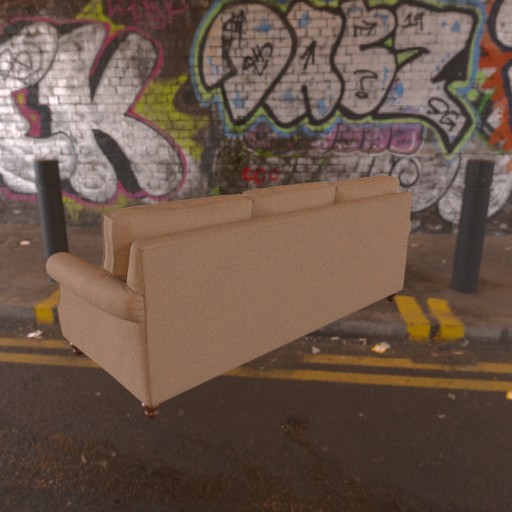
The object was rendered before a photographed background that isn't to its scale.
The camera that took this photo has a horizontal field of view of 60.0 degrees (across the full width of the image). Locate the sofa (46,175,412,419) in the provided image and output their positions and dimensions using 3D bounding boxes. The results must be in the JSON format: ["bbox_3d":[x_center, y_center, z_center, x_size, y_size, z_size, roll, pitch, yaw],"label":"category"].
[{"bbox_3d":[0.000,0.000,2.834,2.354,0.948,0.966,-15,21,-41],"label":"sofa"}]
